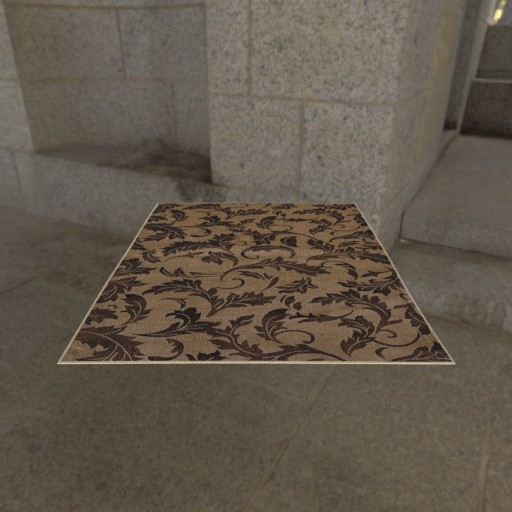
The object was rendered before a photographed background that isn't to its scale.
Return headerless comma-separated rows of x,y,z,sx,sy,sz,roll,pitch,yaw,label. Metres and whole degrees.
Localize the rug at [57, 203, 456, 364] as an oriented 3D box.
0.000,0.000,3.967,2.380,0.008,2.977,0,25,0,rug
